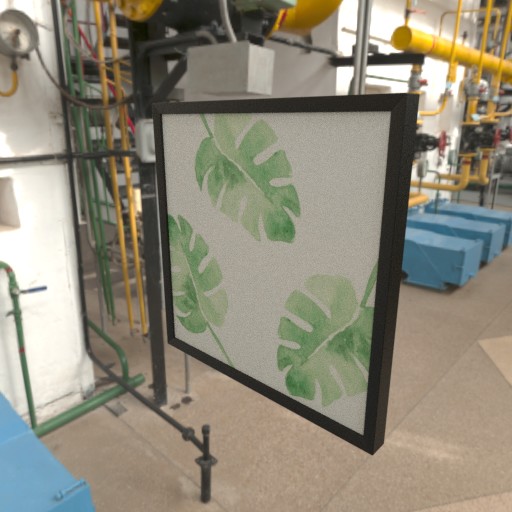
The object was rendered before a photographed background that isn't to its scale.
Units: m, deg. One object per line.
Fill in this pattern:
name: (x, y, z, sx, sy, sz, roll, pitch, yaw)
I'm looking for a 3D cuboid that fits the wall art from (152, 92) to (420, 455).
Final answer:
wall art: (0.000, 0.000, 0.762, 0.508, 0.508, 0.036, 15, 23, 41)
